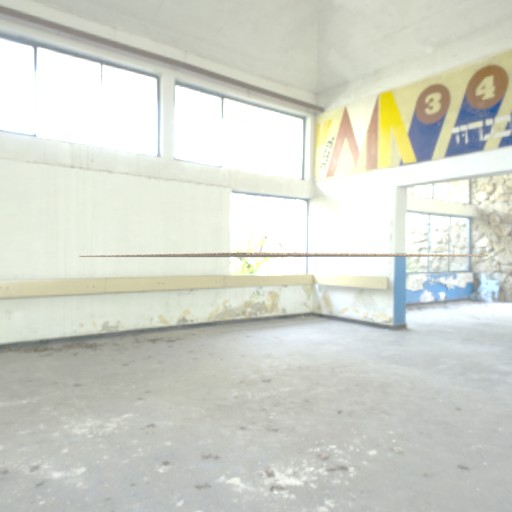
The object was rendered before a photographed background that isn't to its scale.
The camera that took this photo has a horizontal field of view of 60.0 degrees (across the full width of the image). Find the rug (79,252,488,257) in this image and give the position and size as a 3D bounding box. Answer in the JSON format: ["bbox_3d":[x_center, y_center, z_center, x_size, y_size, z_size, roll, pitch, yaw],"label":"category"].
[{"bbox_3d":[0.000,0.000,4.260,2.448,0.013,3.205,0,0,-36],"label":"rug"}]
